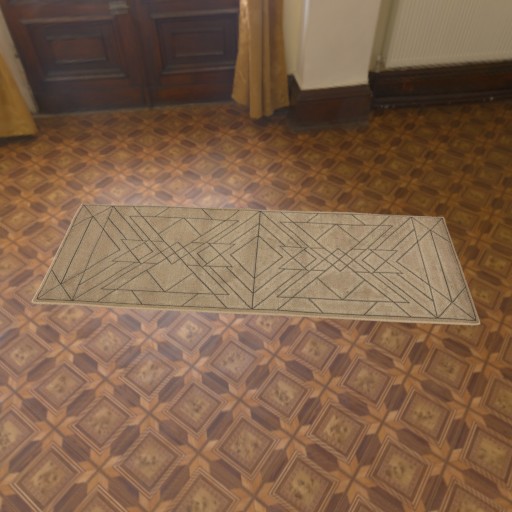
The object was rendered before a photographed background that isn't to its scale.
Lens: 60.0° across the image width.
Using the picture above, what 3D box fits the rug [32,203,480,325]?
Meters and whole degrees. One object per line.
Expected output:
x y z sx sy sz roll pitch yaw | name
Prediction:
0.000 0.000 2.620 2.381 0.036 0.831 2 47 2 | rug
